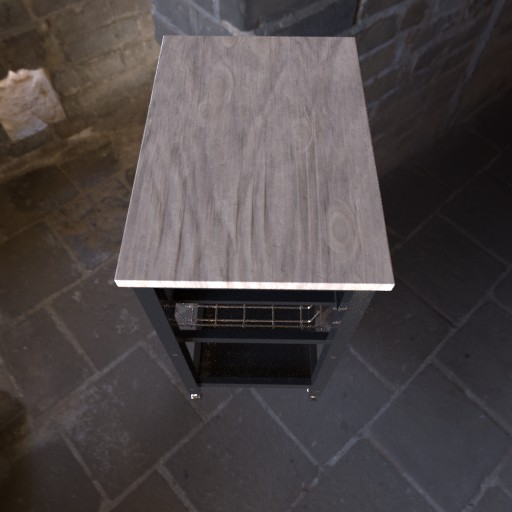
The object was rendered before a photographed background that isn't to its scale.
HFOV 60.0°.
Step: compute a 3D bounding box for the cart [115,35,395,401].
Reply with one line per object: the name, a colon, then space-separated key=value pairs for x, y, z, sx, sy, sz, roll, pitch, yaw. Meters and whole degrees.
cart: x=0.000 y=0.000 z=1.137 sx=0.403 sy=0.839 sz=0.584 roll=1 pitch=59 yaw=0
